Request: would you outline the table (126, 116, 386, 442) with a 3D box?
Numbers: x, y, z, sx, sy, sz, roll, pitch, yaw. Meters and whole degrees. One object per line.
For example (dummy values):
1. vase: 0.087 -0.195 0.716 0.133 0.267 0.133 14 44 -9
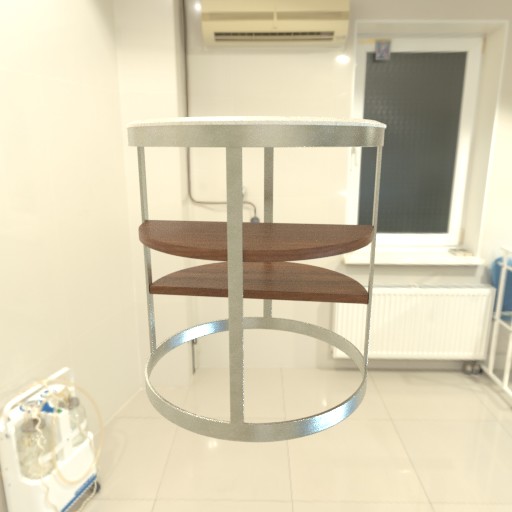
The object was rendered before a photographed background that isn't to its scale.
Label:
1. table: 0.000 0.000 0.773 0.407 0.447 0.407 0 14 0
